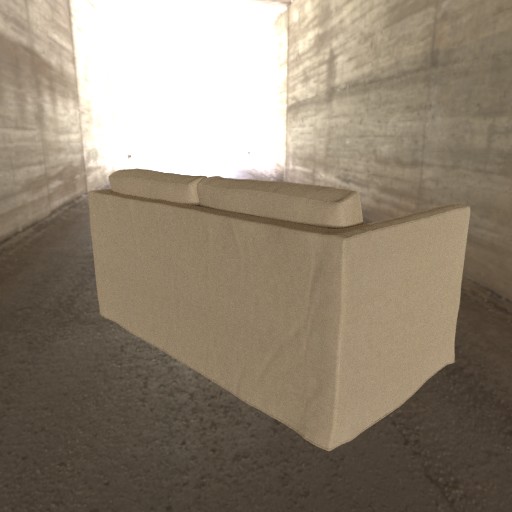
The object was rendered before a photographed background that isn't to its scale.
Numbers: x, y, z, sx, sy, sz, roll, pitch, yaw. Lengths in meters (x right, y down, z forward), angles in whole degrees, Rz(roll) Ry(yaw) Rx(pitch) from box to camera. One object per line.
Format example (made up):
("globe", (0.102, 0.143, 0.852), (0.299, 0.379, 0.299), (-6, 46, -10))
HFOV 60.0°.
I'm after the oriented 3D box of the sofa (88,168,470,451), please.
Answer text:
("sofa", (0.000, 0.000, 2.218), (0.962, 0.835, 1.719), (-14, 20, -42))
